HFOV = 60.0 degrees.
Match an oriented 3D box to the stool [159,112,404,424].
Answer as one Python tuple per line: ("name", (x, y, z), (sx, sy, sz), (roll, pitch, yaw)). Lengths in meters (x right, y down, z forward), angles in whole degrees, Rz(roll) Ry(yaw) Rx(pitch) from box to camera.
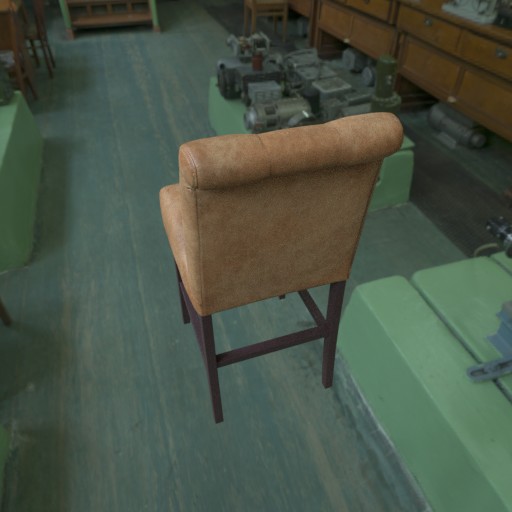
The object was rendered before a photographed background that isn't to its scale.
("stool", (0.000, 0.000, 1.379), (0.493, 1.047, 0.601), (-13, 42, -15))
